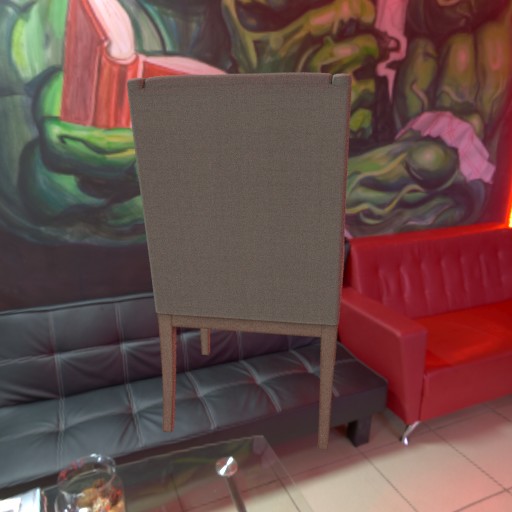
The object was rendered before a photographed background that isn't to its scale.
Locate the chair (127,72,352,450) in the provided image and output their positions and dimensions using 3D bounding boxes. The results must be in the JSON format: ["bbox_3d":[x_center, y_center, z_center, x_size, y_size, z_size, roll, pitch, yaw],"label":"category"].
[{"bbox_3d":[0.000,0.000,1.419,0.575,1.021,0.611,3,16,9],"label":"chair"}]
